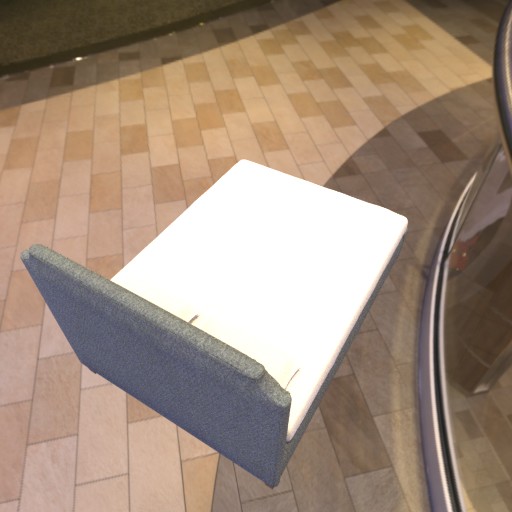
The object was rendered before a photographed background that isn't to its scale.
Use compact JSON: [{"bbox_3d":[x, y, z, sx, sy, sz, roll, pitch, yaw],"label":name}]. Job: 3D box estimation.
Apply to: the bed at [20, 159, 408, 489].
[{"bbox_3d":[0.000,0.000,3.277,1.712,1.443,2.372,24,51,21],"label":"bed"}]
